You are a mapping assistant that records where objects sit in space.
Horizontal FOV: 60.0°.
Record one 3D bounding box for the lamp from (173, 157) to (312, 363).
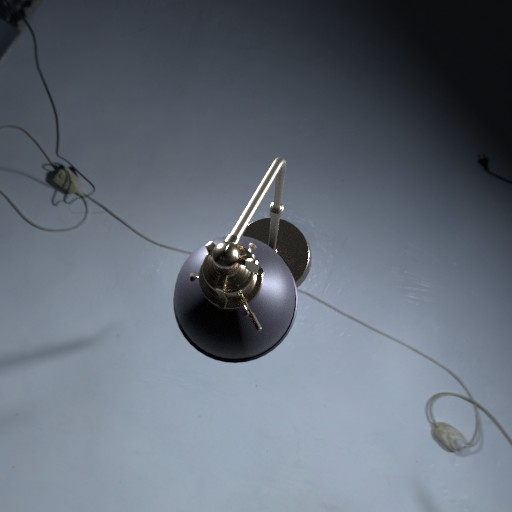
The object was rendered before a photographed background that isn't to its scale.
[{"bbox_3d":[0.000,0.000,0.596,0.160,0.456,0.291,23,76,6],"label":"lamp"}]
